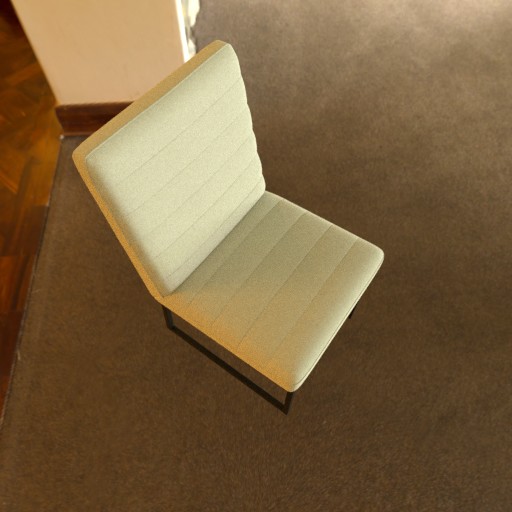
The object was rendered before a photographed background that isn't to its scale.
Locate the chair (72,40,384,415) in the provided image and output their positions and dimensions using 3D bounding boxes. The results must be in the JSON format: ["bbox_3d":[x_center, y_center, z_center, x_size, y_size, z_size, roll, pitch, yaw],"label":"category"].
[{"bbox_3d":[0.000,0.000,1.330,0.634,0.930,0.520,32,63,18],"label":"chair"}]
